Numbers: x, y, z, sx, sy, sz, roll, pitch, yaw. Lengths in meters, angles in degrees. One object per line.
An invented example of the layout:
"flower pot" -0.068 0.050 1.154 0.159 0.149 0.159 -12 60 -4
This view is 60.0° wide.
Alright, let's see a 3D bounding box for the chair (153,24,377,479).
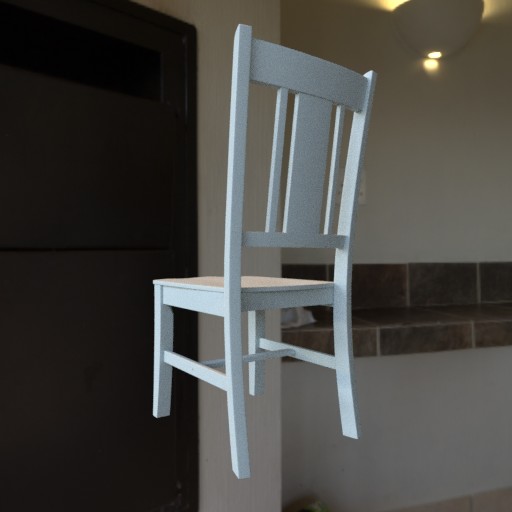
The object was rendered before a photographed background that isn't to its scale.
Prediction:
"chair" 0.000 0.000 1.286 0.450 0.998 0.555 0 0 -36
